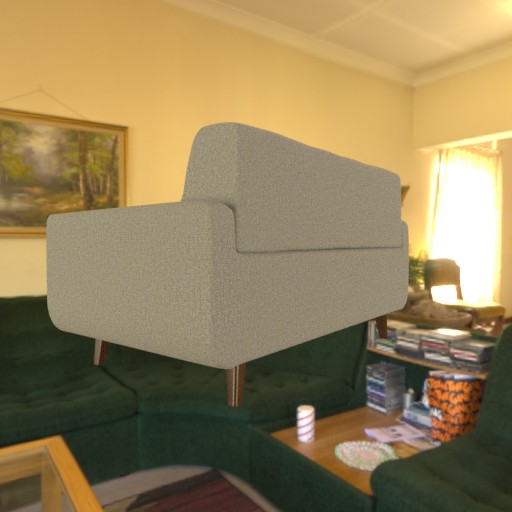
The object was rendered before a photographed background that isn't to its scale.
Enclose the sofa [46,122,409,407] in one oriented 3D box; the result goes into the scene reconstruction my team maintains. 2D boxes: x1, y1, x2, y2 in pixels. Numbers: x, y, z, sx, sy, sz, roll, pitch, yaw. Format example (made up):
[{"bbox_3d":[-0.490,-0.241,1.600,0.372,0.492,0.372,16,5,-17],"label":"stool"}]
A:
[{"bbox_3d":[0.000,0.000,2.183,0.952,0.925,1.651,2,3,38],"label":"sofa"}]
